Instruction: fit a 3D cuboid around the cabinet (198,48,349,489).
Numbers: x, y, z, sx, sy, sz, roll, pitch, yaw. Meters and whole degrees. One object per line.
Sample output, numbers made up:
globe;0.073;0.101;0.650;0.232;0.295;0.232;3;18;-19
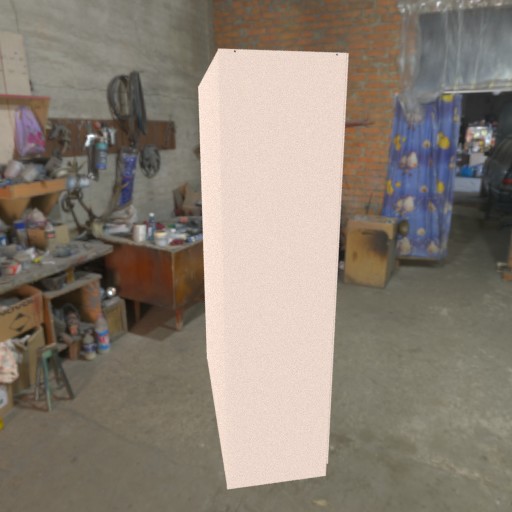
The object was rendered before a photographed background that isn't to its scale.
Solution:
cabinet;0.000;0.000;2.495;0.510;1.910;1.290;-3;15;-10
